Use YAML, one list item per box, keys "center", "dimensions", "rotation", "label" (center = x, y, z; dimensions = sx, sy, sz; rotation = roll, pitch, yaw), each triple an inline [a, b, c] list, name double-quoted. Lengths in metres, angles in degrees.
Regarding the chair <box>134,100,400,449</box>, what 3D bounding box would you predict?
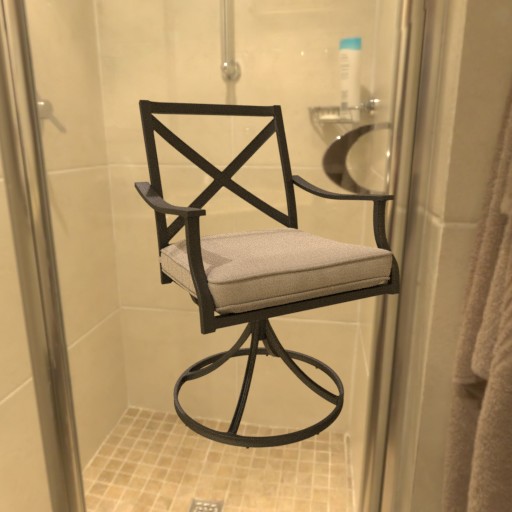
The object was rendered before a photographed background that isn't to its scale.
- center: [0.000, 0.000, 1.300]
  dimensions: [0.575, 0.889, 0.620]
  rotation: [-8, 17, -27]
  label: "chair"
